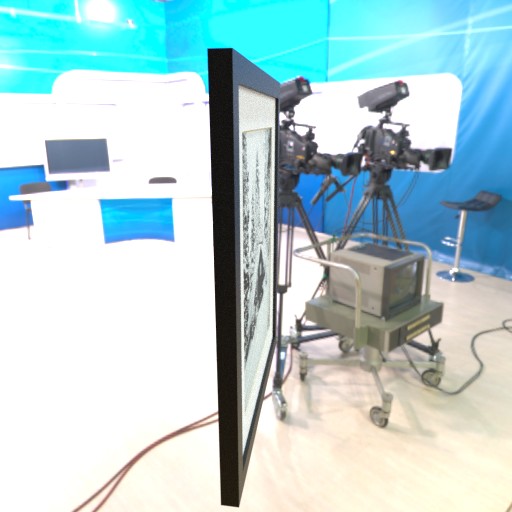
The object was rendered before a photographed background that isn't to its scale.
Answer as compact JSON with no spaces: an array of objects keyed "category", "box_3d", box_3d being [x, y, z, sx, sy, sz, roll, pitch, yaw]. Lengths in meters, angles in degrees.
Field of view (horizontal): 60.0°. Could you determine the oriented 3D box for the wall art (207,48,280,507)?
[{"category":"wall art","box_3d":[0.000,0.000,0.514,0.018,0.397,0.325,3,18,8]}]
